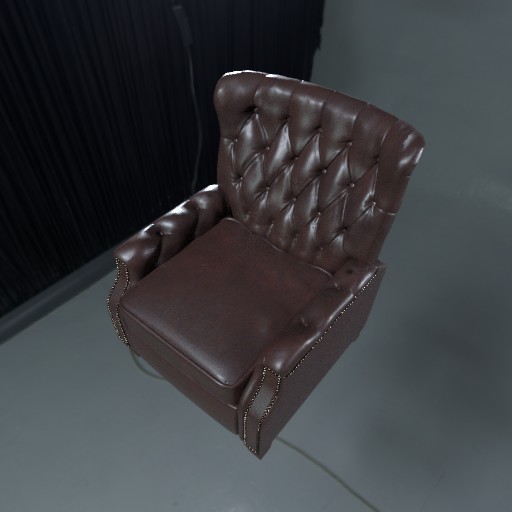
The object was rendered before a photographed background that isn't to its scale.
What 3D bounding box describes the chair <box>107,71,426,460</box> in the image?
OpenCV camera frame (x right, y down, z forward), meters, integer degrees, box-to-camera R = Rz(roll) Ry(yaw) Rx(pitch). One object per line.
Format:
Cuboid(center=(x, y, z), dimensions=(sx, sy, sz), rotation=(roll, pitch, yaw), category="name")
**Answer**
Cuboid(center=(0.000, 0.000, 1.463), dimensions=(0.709, 0.864, 0.823), rotation=(30, 53, 26), category="chair")
